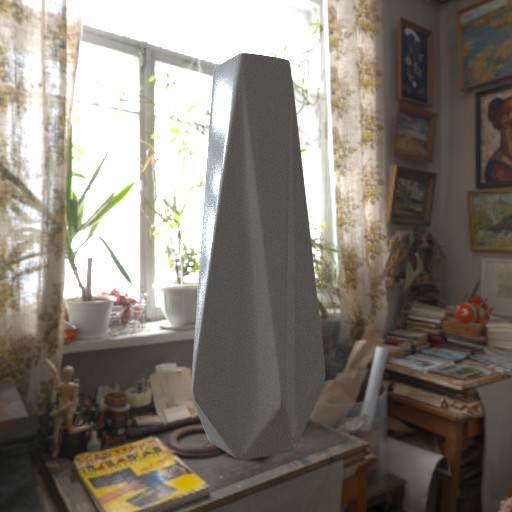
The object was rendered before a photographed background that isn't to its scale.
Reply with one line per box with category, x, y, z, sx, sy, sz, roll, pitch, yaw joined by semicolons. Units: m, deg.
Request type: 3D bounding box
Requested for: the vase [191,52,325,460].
vase;0.000;0.000;0.398;0.122;0.329;0.116;0;1;15
